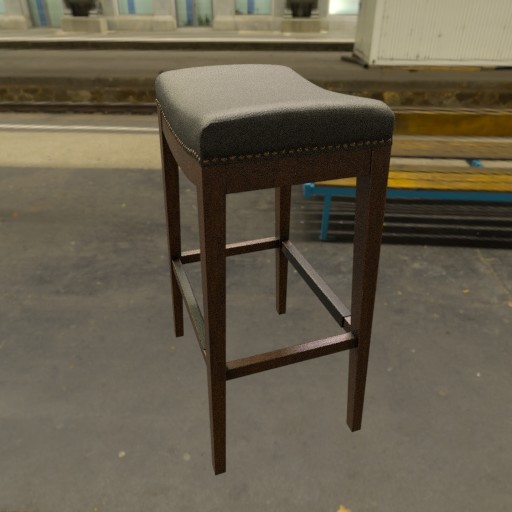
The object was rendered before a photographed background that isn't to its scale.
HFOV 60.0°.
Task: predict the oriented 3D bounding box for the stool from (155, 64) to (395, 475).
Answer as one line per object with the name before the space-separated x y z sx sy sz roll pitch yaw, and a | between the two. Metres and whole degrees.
stool | 0.000 0.000 1.022 0.361 0.765 0.500 -10 32 -16
